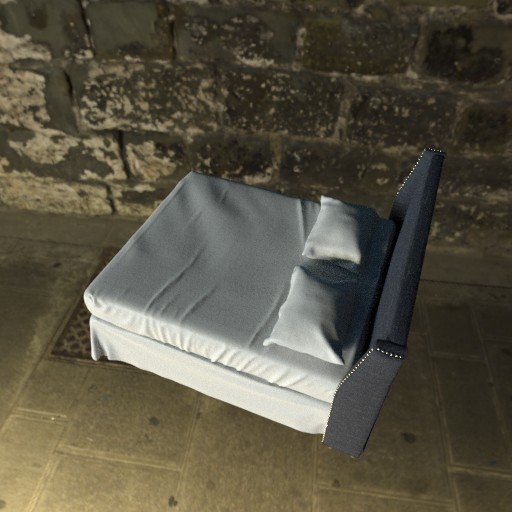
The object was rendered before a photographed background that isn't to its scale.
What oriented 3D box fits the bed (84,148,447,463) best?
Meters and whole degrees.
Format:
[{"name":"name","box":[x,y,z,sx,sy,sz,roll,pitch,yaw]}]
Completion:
[{"name":"bed","box":[0.000,0.000,3.397,2.276,1.332,1.925,16,48,15]}]
